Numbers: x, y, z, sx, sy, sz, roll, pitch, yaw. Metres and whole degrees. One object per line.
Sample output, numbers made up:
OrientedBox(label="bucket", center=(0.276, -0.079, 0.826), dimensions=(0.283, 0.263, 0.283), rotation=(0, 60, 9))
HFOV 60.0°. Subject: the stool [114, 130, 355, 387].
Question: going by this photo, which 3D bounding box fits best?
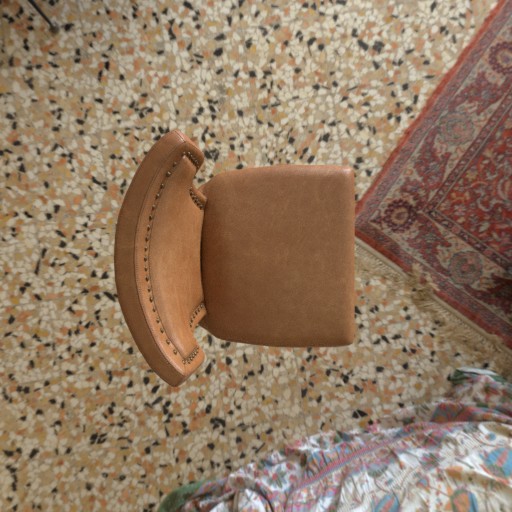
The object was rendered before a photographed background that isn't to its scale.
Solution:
OrientedBox(label="stool", center=(0.000, 0.000, 1.401), dimensions=(0.563, 1.092, 0.526), rotation=(0, 91, 0))
